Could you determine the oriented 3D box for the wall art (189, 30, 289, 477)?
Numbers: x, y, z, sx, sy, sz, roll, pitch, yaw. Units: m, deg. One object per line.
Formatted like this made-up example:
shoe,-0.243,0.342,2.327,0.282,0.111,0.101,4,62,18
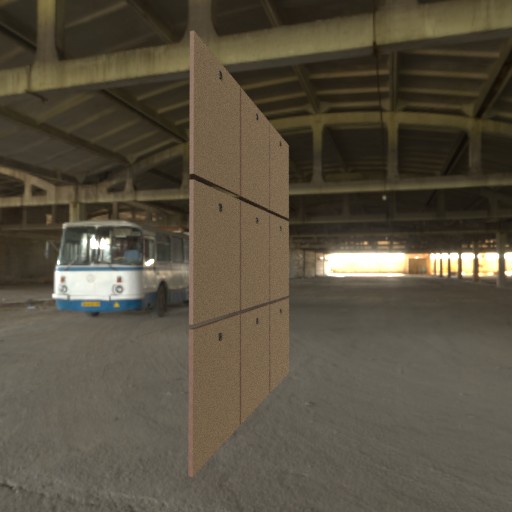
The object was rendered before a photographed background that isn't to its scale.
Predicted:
wall art,0.000,0.000,1.793,0.019,1.218,1.221,0,-1,17
